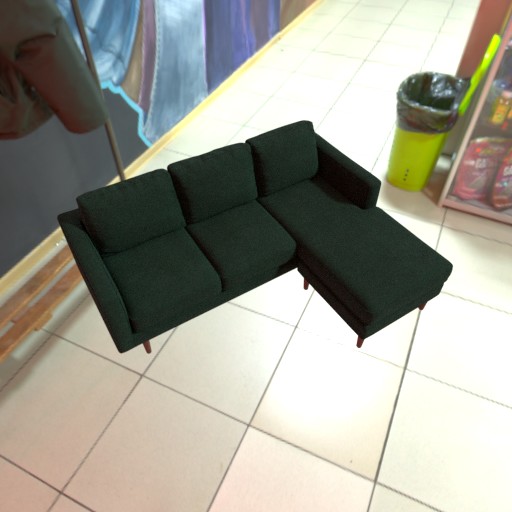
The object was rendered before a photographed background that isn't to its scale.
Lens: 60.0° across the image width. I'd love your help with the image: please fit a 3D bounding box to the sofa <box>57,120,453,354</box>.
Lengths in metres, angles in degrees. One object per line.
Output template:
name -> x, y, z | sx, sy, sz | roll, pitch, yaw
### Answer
sofa -> 0.000, 0.000, 2.915 | 2.030, 0.899, 1.580 | -25, 51, -22
